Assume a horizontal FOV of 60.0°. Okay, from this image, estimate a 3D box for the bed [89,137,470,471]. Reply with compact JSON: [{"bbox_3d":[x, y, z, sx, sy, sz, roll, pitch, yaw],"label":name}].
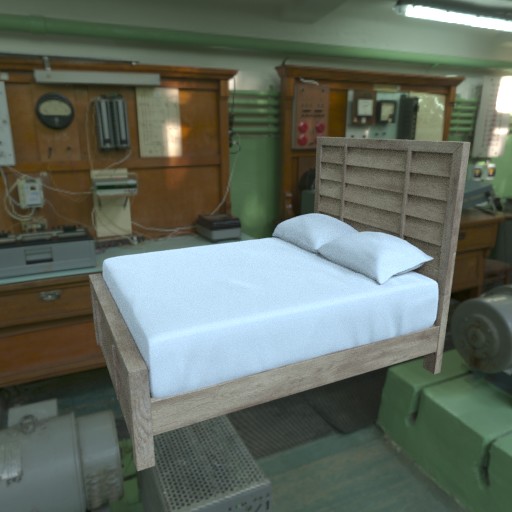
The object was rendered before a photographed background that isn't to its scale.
[{"bbox_3d":[0.000,0.000,3.232,2.197,1.626,1.626,-8,18,-25],"label":"bed"}]
